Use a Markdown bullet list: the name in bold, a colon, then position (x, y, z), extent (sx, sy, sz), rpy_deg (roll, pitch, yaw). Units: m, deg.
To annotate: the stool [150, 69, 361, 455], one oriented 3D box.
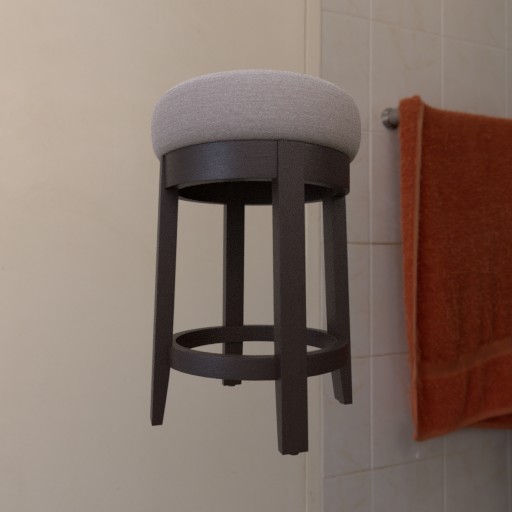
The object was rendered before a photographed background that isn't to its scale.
- **stool**: position (0.000, 0.000, 0.956), extent (0.443, 0.672, 0.443), rpy_deg (0, 0, 0)
